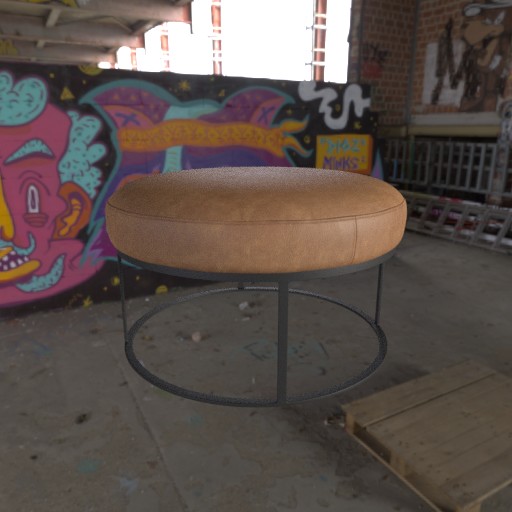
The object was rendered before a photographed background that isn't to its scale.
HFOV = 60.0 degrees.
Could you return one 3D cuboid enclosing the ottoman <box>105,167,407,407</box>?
[{"bbox_3d":[0.000,0.000,1.230,0.771,0.460,0.771,0,16,0],"label":"ottoman"}]
